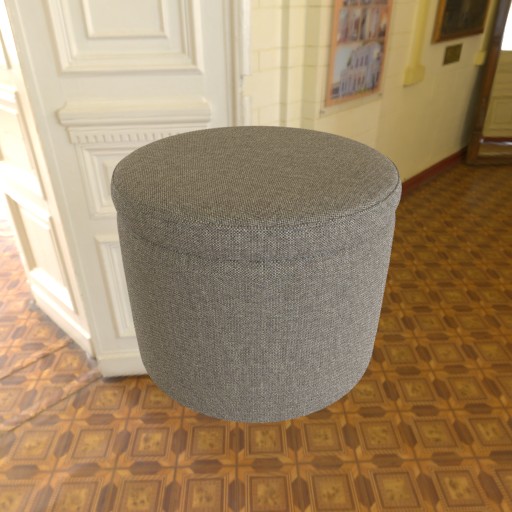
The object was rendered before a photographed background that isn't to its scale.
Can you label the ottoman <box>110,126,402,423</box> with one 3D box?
[{"bbox_3d":[0.000,0.000,0.908,0.520,0.430,0.520,0,31,0],"label":"ottoman"}]
